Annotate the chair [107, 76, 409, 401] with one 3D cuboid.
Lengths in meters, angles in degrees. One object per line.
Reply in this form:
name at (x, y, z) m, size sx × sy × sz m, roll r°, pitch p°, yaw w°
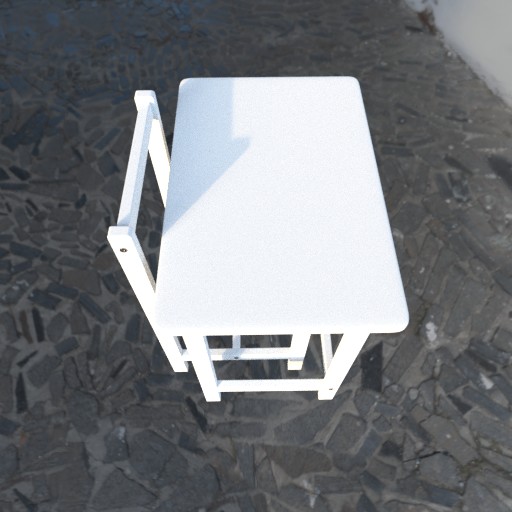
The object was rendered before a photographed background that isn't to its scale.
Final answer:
chair at (0.000, 0.000, 1.052) m, size 0.461 × 0.673 × 0.599 m, roll -1°, pitch 58°, yaw 0°
